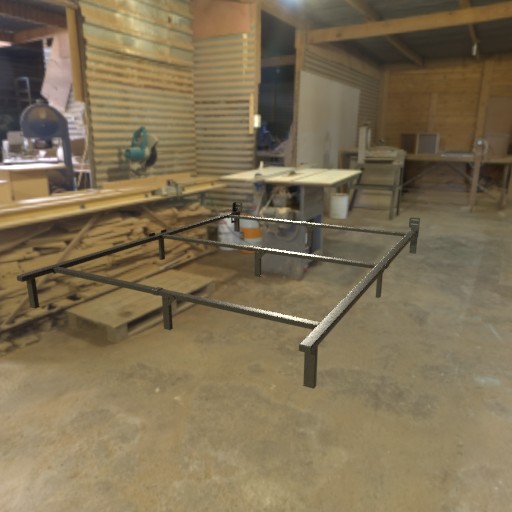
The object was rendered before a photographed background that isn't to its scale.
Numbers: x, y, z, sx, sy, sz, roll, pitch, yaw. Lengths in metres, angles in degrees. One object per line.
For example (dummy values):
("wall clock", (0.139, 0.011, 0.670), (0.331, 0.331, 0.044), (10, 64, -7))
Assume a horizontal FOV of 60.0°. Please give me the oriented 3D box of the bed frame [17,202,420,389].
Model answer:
("bed frame", (0.000, 0.000, 2.597), (1.498, 0.248, 1.990), (9, 18, 27))
